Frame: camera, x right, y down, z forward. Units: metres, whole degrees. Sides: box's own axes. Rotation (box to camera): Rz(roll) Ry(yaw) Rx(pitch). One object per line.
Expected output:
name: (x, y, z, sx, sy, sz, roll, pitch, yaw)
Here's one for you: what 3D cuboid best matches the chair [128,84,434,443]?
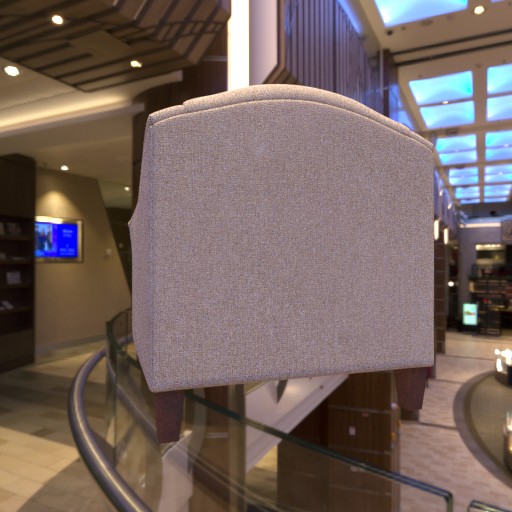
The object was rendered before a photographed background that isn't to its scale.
chair: (0.000, 0.000, 1.427, 0.763, 0.839, 0.787, 0, -1, -19)
